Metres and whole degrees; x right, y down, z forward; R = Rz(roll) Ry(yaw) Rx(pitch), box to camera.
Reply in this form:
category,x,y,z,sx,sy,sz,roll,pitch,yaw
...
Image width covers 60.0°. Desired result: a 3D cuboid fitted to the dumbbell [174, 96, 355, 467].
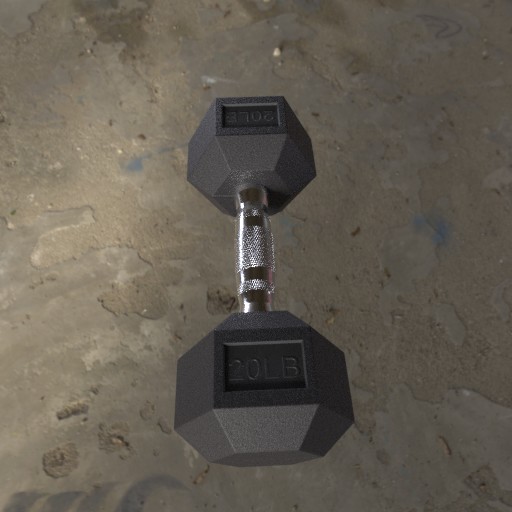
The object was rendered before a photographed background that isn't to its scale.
category,x,y,z,sx,sy,sz,roll,pitch,yaw
dumbbell,0.000,0.000,0.352,0.116,0.101,0.297,-2,58,-1
